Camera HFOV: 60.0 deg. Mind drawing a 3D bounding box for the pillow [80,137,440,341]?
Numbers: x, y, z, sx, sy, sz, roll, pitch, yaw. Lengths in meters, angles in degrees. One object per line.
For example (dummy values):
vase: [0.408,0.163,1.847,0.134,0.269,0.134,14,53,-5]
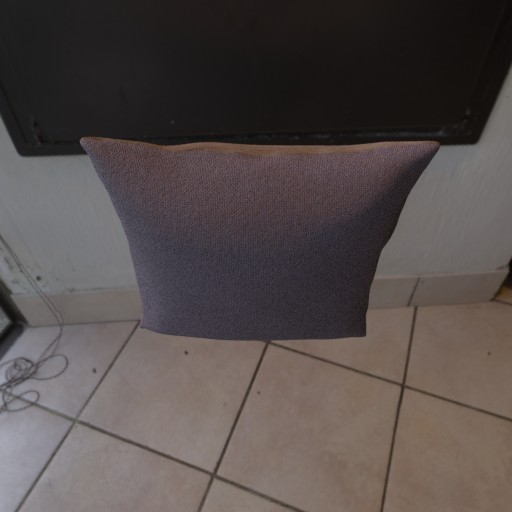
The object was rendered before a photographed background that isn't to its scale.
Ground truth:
pillow: [0.000,0.000,0.710,0.452,0.439,0.204,2,48,1]
